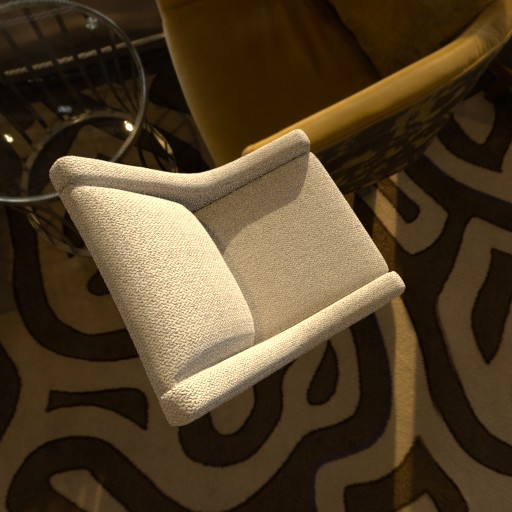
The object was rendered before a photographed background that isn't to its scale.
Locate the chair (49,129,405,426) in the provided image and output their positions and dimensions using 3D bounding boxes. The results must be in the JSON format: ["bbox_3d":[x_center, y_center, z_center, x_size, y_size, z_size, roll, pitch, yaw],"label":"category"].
[{"bbox_3d":[0.000,0.000,1.612,0.870,1.014,0.774,-29,77,-7],"label":"chair"}]
